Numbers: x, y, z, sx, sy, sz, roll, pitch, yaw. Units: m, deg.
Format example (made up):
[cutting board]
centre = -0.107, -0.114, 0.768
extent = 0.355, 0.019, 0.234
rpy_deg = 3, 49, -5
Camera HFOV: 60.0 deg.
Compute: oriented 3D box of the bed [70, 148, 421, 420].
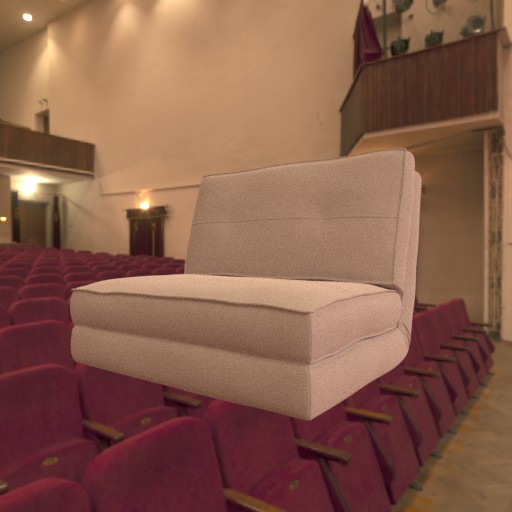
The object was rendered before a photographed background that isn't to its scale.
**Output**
[bed]
centre = 0.000, 0.000, 1.320
extent = 0.799, 0.614, 0.749
rpy_deg = 0, 1, 36
